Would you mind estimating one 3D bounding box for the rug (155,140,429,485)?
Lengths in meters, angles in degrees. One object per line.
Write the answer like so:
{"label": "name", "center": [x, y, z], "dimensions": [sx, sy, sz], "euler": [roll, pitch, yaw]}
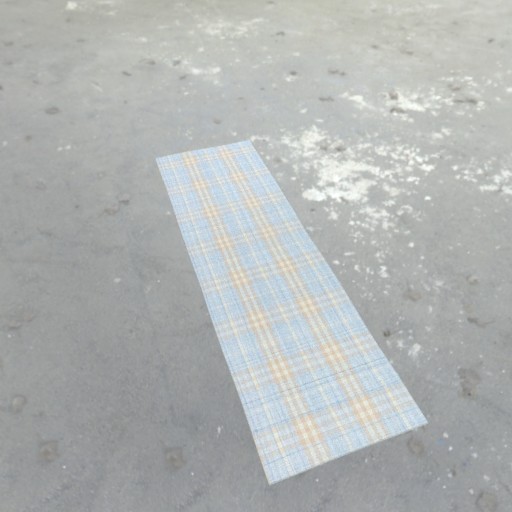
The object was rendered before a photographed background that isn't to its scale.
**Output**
{"label": "rug", "center": [0.000, 0.000, 2.671], "dimensions": [0.762, 0.013, 2.439], "euler": [-15, 48, -13]}
